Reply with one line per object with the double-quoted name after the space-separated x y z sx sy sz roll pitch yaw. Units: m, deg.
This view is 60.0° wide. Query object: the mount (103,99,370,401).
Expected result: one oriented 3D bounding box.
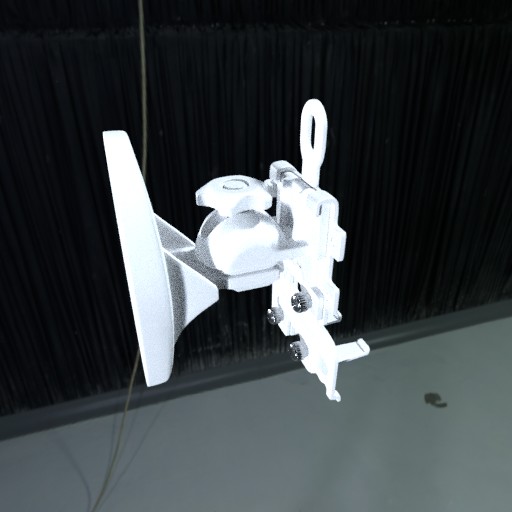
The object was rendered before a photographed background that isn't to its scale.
0.000 0.000 0.178 0.100 0.118 0.066 -10 32 -17 "mount"
